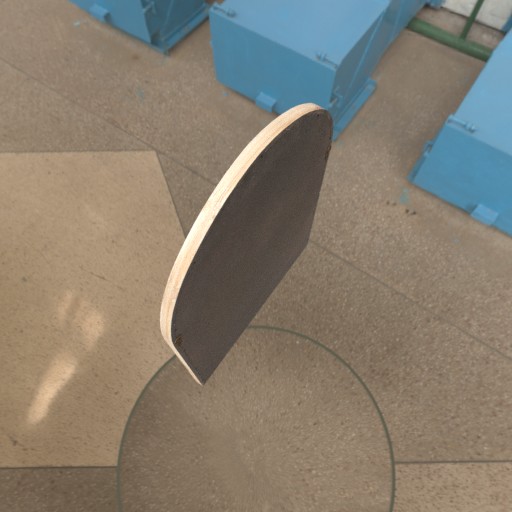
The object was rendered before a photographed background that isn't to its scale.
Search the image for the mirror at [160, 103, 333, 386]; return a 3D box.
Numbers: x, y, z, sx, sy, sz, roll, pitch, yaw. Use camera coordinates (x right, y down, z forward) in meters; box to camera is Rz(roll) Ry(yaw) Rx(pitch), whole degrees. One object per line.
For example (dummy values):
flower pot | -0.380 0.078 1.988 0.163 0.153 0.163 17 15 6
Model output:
mirror | 0.000 0.000 1.206 0.032 0.920 0.660 33 69 14
